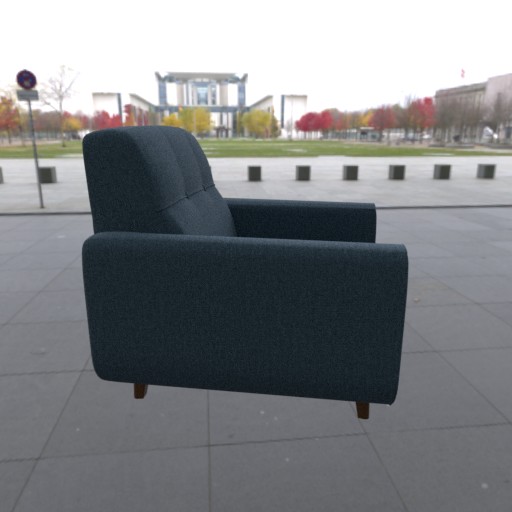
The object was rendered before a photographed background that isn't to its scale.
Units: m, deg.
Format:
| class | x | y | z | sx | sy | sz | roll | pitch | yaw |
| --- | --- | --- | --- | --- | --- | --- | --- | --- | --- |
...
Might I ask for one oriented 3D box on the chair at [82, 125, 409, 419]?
| class | x | y | z | sx | sy | sz | roll | pitch | yaw |
| --- | --- | --- | --- | --- | --- | --- | --- | --- | --- |
| chair | 0.000 | 0.000 | 1.659 | 0.964 | 0.940 | 0.880 | 2 | 15 | 8 |
